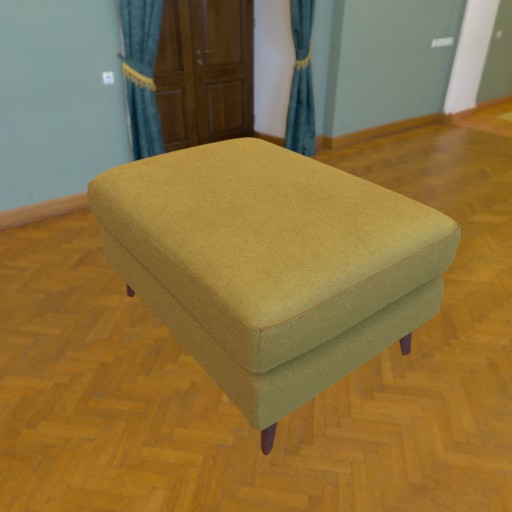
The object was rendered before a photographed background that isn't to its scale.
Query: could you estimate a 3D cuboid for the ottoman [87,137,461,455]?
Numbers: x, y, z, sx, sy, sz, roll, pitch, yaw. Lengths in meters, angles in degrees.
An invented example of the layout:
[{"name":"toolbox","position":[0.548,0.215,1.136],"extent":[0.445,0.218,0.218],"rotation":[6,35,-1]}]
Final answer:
[{"name":"ottoman","position":[0.000,0.000,1.184],"extent":[0.608,0.449,0.811],"rotation":[-22,38,-31]}]
